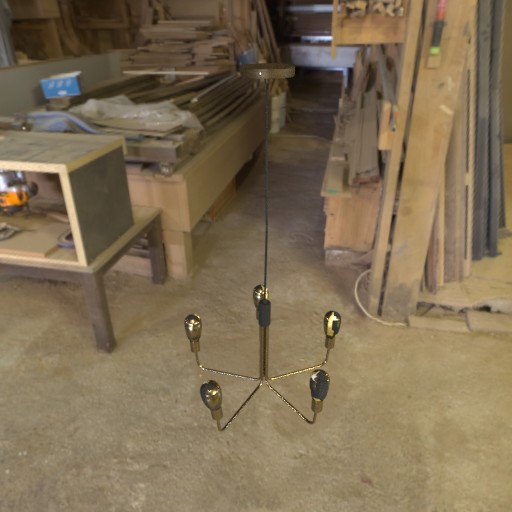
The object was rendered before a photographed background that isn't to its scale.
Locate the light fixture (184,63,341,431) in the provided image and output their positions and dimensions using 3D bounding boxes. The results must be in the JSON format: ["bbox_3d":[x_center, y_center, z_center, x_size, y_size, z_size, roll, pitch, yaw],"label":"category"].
[{"bbox_3d":[0.000,0.000,1.340,0.532,1.059,0.588,8,30,14],"label":"light fixture"}]
